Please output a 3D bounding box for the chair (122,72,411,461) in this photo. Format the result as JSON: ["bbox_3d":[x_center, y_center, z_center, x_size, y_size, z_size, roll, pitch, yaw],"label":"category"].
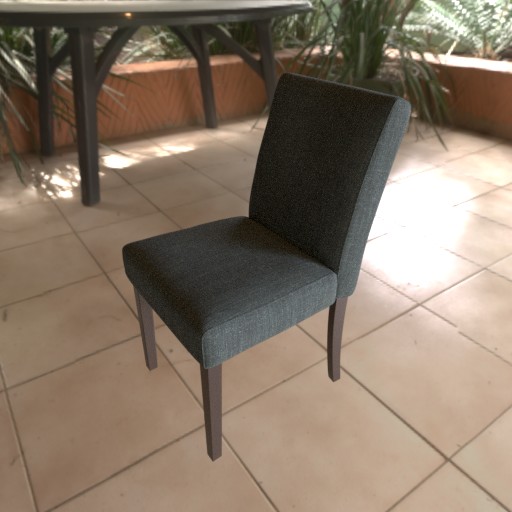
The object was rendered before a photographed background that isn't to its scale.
[{"bbox_3d":[0.000,0.000,1.272,0.629,0.884,0.487,-21,37,-30],"label":"chair"}]
